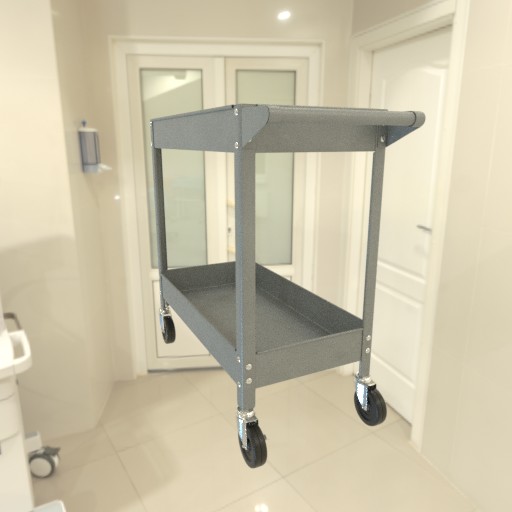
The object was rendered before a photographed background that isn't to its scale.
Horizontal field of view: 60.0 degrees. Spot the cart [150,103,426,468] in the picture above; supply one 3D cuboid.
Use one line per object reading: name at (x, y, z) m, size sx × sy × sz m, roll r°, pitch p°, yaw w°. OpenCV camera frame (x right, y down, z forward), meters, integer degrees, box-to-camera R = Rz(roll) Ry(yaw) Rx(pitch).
cart at (0.000, 0.000, 1.179) m, size 0.366 × 0.719 × 0.779 m, roll -7°, pitch 16°, yaw -25°
